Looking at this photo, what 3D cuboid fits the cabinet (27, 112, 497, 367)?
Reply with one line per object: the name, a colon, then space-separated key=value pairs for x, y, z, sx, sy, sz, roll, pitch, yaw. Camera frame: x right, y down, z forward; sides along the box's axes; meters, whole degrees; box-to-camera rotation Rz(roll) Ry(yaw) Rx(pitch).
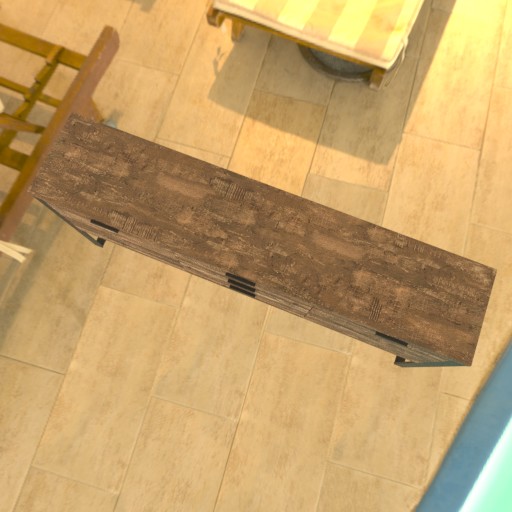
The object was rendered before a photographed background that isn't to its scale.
cabinet: x=0.000 y=0.000 z=2.075 sx=1.800 sy=0.762 sz=0.395 roll=21 pitch=77 yaw=5
